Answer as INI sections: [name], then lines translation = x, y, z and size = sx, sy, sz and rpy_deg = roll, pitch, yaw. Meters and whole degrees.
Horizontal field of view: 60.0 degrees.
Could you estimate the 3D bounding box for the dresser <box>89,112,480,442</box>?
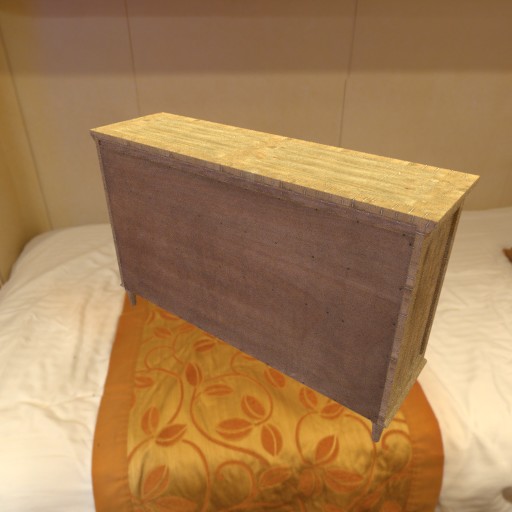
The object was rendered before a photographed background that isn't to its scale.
[dresser]
translation = 0.000, 0.000, 2.079
size = 1.626, 1.016, 0.457
rpy_deg = 21, 36, 31
